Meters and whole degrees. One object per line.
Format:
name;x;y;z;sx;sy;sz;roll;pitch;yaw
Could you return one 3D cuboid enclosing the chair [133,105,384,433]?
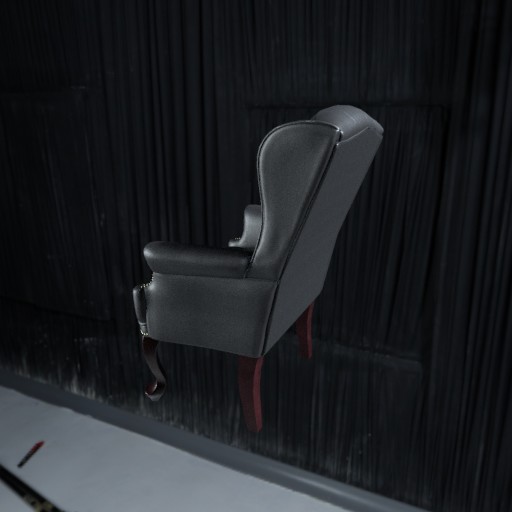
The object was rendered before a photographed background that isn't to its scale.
chair;0.000;0.000;1.770;0.822;1.133;0.831;8;19;24
